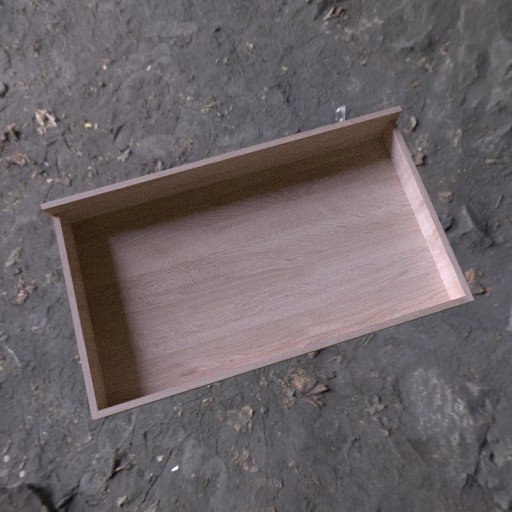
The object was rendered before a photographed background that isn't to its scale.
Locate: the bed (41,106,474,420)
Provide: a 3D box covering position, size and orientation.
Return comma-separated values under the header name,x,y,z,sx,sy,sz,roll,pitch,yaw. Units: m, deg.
name,x,y,z,sx,sy,sz,roll,pitch,yaw
bed,0.000,0.000,1.443,1.200,0.209,0.685,-16,75,-4
